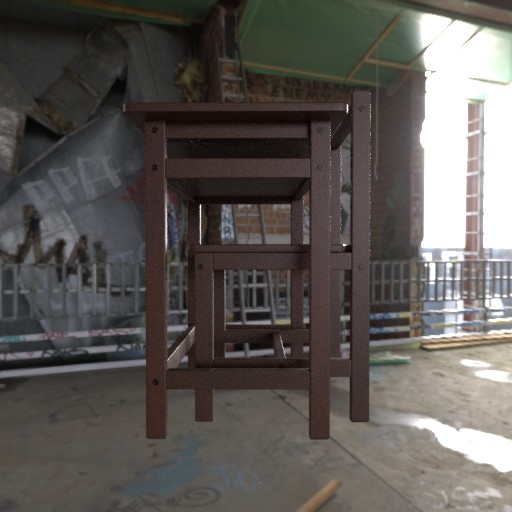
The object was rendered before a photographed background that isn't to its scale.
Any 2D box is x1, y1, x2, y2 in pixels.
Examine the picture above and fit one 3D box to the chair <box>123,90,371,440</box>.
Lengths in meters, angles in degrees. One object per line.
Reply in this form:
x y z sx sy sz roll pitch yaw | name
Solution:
0.000 0.000 1.065 0.463 0.673 0.599 0 1 0 | chair
